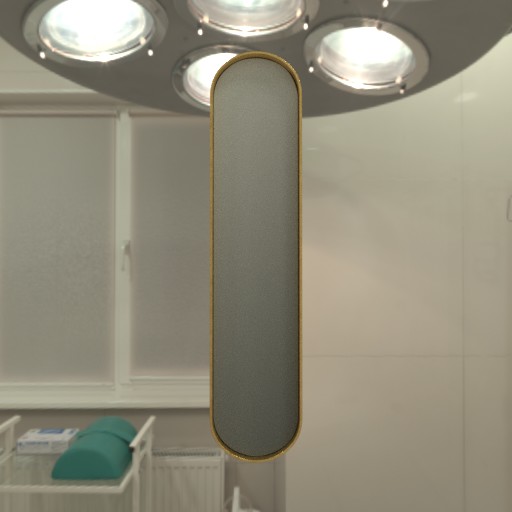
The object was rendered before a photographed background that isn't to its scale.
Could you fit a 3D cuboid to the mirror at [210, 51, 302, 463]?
[{"bbox_3d":[0.000,0.000,1.082,0.222,0.991,0.032,0,-1,0],"label":"mirror"}]
